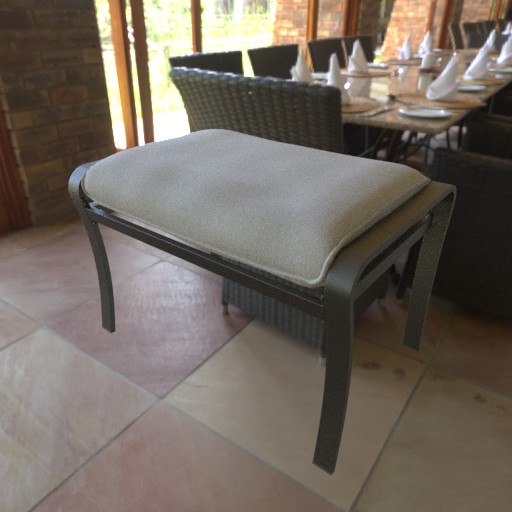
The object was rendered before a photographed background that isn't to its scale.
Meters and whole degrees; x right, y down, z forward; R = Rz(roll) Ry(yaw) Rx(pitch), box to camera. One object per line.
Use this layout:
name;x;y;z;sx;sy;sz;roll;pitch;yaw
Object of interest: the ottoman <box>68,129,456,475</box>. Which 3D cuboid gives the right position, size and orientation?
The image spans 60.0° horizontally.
ottoman;0.000;0.000;0.899;0.610;0.422;0.406;21;35;33
